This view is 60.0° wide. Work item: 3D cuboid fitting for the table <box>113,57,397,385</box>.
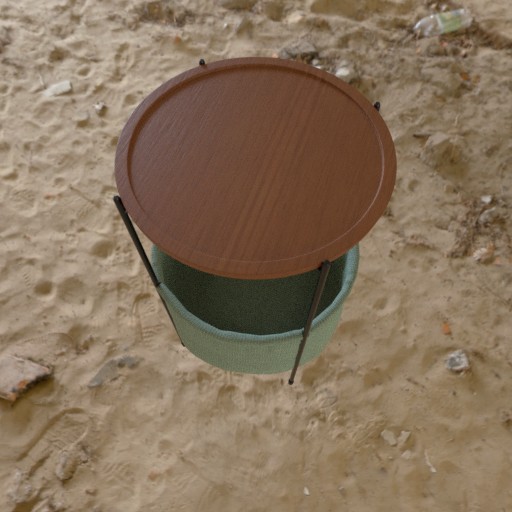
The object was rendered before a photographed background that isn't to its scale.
[{"bbox_3d":[0.000,0.000,0.882,0.400,0.623,0.400,17,63,9],"label":"table"}]
